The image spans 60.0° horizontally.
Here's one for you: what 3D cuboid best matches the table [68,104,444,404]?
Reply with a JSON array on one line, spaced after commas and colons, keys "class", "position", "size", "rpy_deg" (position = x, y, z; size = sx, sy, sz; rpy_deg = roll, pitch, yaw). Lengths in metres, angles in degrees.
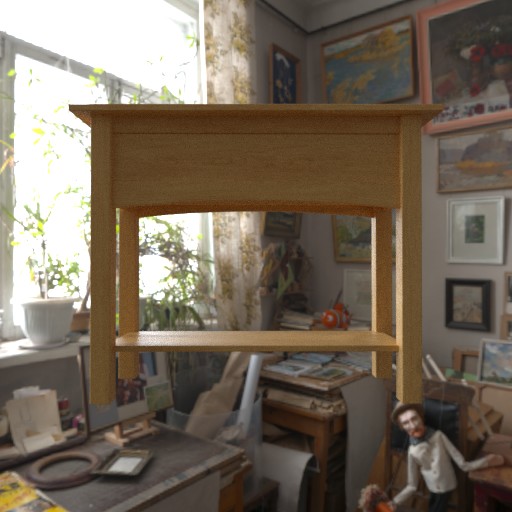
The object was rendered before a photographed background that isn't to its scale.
[{"class": "table", "position": [0.000, 0.000, 1.228], "size": [0.900, 0.728, 0.340], "rpy_deg": [0, 0, 0]}]
